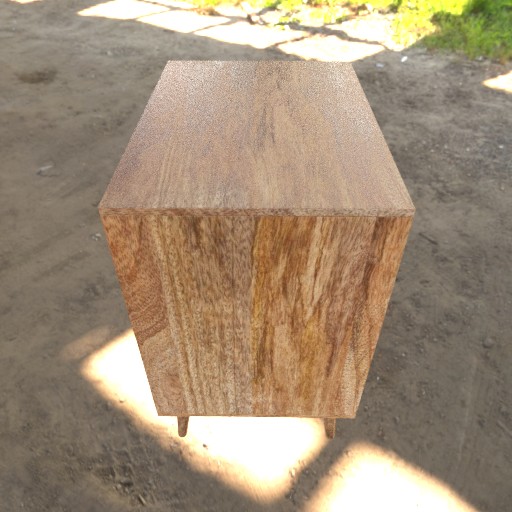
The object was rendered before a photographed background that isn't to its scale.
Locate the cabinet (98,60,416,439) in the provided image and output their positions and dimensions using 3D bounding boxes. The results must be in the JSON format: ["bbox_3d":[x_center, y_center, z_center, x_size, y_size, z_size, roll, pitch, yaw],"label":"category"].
[{"bbox_3d":[0.000,0.000,1.140,0.473,0.758,0.647,0,42,0],"label":"cabinet"}]
